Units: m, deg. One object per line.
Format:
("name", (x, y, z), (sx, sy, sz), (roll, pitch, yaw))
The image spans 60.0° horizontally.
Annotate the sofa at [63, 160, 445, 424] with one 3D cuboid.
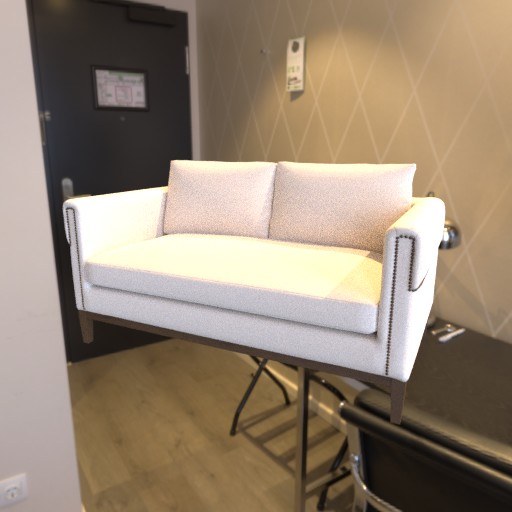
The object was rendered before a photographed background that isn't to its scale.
("sofa", (0.000, 0.000, 2.127), (1.598, 0.873, 0.905), (7, 16, 25))
